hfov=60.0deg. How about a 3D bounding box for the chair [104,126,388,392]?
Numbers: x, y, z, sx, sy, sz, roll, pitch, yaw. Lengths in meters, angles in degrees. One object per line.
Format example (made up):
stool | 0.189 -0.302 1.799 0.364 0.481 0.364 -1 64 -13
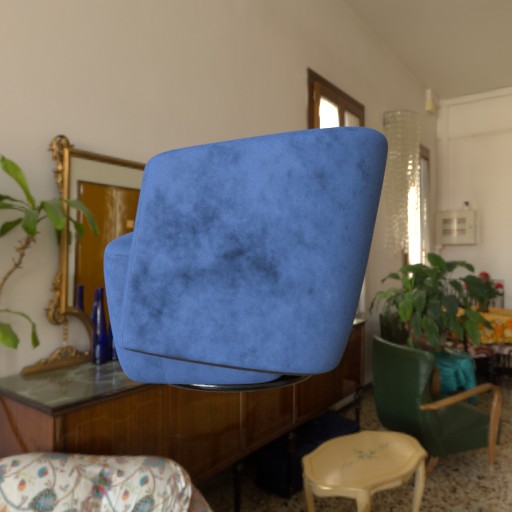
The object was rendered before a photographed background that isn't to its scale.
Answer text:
chair | 0.000 0.000 1.376 0.767 0.698 0.773 0 0 1
